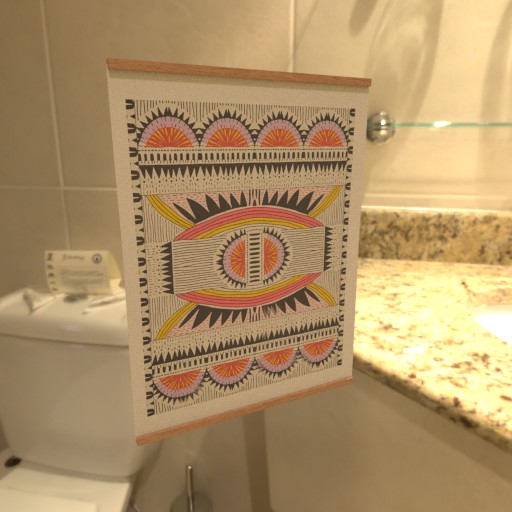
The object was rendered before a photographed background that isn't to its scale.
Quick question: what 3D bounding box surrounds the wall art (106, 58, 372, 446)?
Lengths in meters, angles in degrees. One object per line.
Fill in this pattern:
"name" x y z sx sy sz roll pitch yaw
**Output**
"wall art" 0.000 0.000 1.302 0.765 1.016 0.028 -7 16 -26
